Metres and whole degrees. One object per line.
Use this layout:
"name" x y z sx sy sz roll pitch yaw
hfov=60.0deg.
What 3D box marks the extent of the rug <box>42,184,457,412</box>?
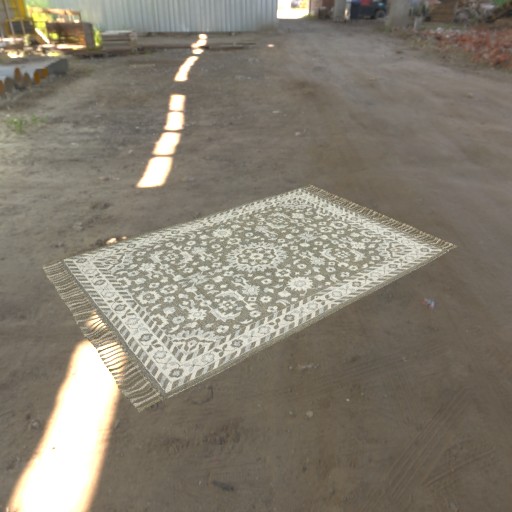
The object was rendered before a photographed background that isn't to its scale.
"rug" 0.000 0.000 3.025 2.431 0.025 1.530 -21 36 -32
